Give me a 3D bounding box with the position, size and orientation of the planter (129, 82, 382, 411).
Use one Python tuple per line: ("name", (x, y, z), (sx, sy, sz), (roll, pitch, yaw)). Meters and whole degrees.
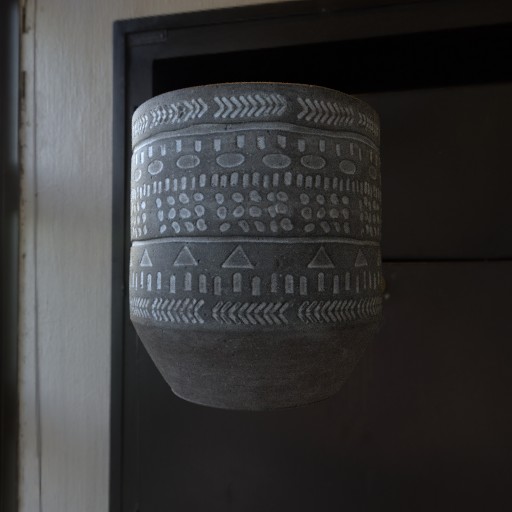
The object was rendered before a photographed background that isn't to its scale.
("planter", (0.000, 0.000, 0.260), (0.142, 0.149, 0.142), (0, -1, 0))
